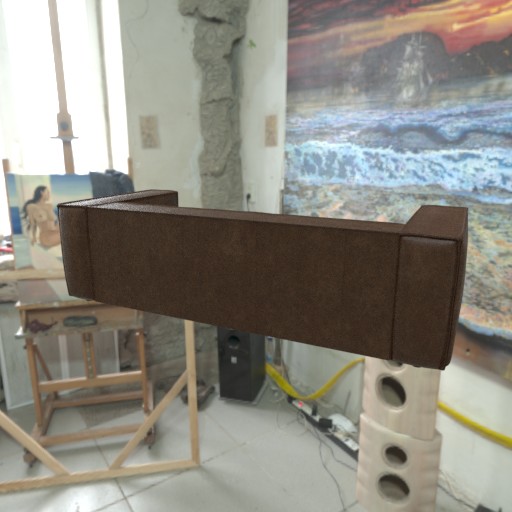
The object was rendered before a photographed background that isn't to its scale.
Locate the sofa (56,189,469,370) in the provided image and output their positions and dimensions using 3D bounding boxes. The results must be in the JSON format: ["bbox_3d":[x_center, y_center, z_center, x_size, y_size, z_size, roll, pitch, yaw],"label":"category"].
[{"bbox_3d":[0.000,0.000,3.015,2.581,0.701,1.102,7,16,25],"label":"sofa"}]
